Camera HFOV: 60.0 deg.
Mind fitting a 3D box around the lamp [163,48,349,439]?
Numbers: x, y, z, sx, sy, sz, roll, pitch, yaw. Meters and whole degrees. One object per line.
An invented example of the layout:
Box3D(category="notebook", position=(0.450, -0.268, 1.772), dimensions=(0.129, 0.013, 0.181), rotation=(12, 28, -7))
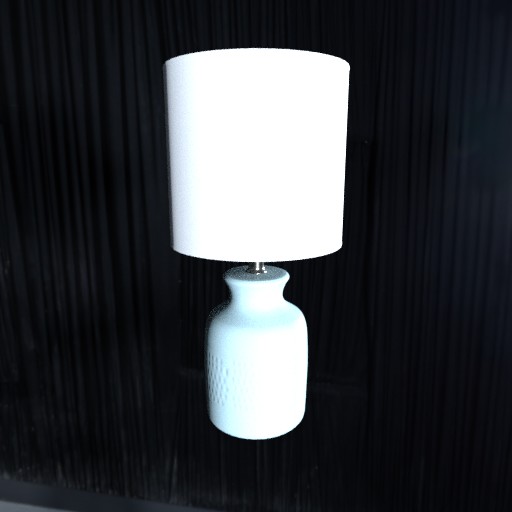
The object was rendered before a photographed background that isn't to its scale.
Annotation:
Box3D(category="lamp", position=(0.000, 0.000, 1.108), dimensions=(0.418, 0.871, 0.418), rotation=(2, 13, 10))
